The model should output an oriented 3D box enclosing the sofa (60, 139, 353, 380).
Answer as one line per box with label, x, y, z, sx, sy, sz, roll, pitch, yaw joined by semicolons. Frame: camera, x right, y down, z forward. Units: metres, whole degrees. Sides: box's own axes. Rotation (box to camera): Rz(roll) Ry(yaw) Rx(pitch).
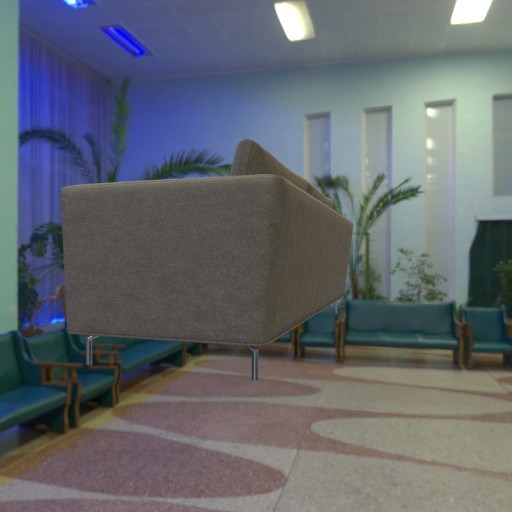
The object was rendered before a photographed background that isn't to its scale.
sofa;0.000;0.000;2.542;0.889;0.864;2.121;0;0;19
